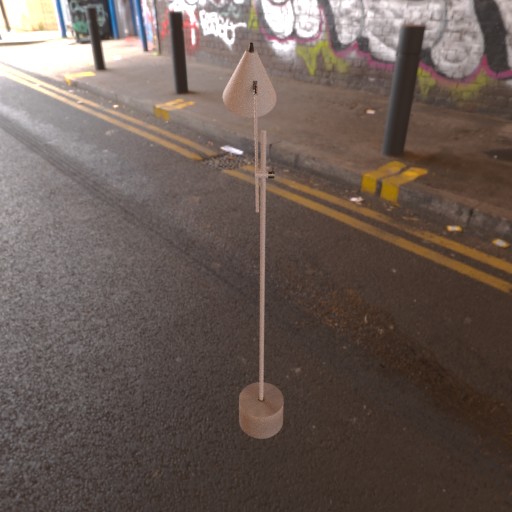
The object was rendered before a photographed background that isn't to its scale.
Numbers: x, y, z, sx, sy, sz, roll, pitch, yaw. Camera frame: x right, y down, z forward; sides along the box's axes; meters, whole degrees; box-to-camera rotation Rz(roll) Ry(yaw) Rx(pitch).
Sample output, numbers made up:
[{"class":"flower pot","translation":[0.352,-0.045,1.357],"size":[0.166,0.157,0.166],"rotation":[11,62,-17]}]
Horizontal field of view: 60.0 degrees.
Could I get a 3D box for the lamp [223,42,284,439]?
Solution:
[{"class":"lamp","translation":[0.000,0.000,1.654],"size":[0.223,1.430,0.508],"rotation":[-1,31,-1]}]
